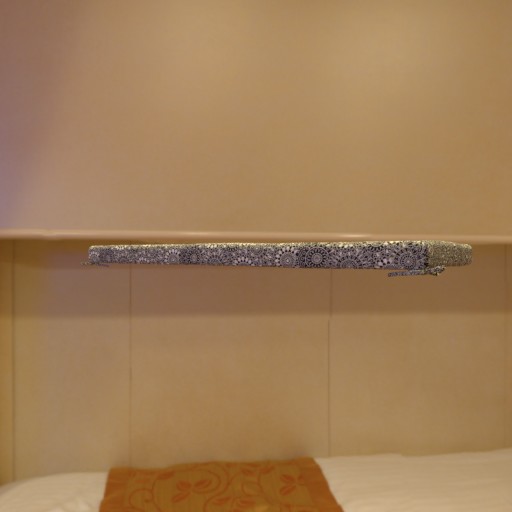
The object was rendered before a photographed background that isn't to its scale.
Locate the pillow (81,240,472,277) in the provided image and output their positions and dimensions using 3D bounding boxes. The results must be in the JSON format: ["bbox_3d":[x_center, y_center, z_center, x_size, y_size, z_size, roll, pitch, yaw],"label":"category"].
[{"bbox_3d":[0.000,0.000,1.373,1.187,0.081,0.492,0,1,36],"label":"pillow"}]
